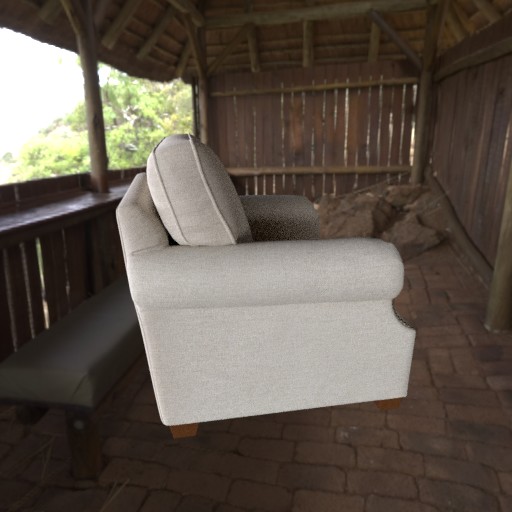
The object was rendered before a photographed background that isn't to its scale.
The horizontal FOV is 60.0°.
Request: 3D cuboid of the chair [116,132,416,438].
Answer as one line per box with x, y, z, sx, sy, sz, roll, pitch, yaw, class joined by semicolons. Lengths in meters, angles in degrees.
0.000;0.000;1.814;0.965;0.961;1.092;-3;17;-11;chair
